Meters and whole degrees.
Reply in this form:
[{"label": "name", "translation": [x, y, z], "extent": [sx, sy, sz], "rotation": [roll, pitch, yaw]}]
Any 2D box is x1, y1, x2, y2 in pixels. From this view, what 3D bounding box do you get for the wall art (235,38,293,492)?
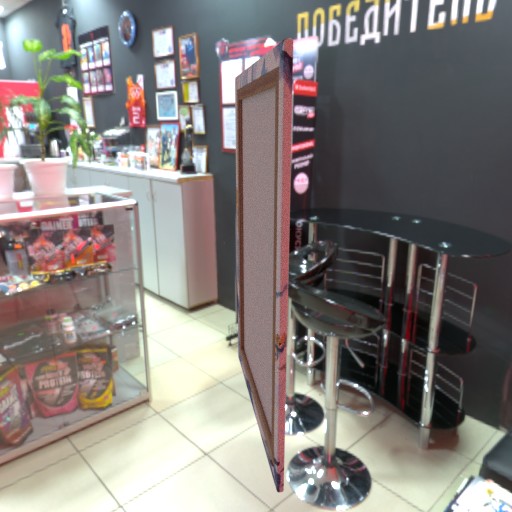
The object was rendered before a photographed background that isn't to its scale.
[{"label": "wall art", "translation": [0.000, 0.000, 1.137], "extent": [0.016, 0.914, 0.610], "rotation": [-3, 17, -10]}]
